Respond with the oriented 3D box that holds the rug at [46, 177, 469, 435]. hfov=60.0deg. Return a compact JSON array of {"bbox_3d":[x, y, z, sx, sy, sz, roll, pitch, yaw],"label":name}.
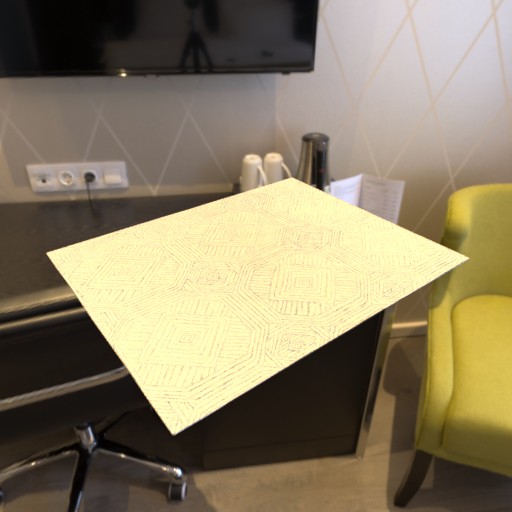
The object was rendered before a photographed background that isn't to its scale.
[{"bbox_3d":[0.000,0.000,4.092,3.049,0.015,2.457,-22,38,-31],"label":"rug"}]
